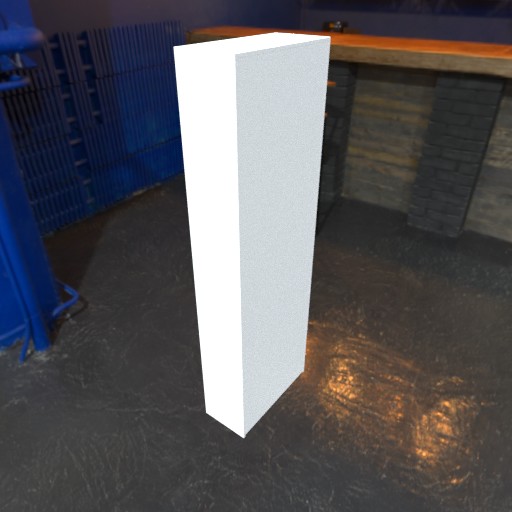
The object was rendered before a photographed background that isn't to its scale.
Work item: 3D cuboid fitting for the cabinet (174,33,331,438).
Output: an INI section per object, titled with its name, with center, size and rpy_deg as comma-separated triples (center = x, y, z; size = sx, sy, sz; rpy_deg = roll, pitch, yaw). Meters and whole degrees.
[cabinet]
center = 0.000, 0.000, 1.859
size = 0.255, 1.630, 0.520
rpy_deg = 22, 38, 31
